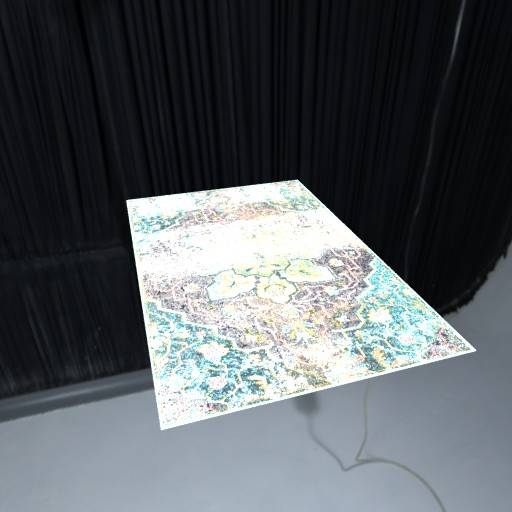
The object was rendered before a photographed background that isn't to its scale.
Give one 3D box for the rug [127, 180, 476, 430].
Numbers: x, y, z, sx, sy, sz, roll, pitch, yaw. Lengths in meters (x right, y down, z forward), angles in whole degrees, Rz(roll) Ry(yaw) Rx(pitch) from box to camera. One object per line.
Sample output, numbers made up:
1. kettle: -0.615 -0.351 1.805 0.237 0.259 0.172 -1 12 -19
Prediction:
1. rug: 0.000 0.000 2.922 1.566 0.004 2.363 -9 32 -14
